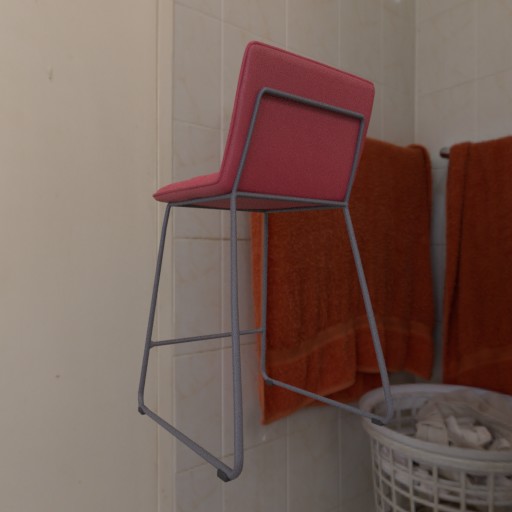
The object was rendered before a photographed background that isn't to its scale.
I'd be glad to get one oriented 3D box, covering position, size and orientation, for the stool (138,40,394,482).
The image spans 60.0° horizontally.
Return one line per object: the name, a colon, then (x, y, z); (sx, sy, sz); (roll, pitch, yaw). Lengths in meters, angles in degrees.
stool: (0.000, 0.000, 1.176); (0.489, 0.866, 0.524); (0, 0, -36)
